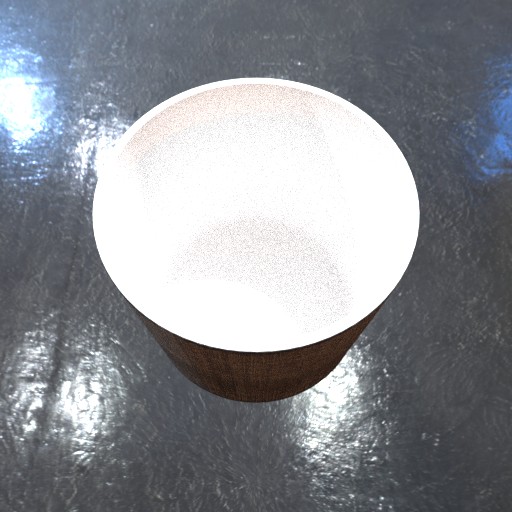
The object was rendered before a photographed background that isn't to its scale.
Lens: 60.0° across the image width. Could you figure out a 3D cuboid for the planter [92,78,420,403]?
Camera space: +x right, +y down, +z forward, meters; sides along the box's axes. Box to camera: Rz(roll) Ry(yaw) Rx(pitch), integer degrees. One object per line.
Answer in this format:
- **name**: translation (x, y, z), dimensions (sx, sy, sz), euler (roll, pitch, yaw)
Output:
- **planter**: translation (0.000, 0.000, 0.446), dimensions (0.254, 0.221, 0.254), euler (0, 63, 0)
